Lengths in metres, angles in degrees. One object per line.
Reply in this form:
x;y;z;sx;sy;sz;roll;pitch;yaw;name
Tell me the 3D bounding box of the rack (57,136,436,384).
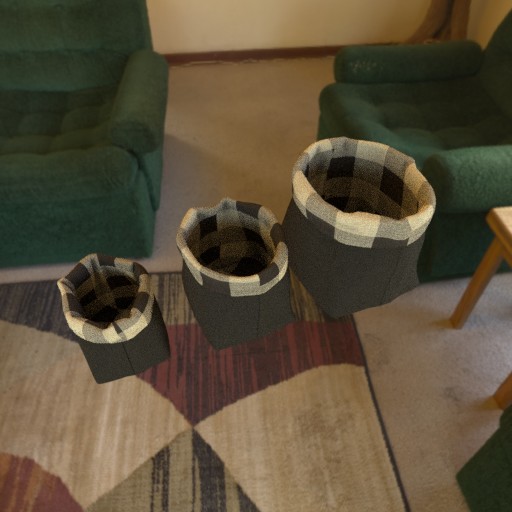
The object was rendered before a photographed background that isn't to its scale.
0.000;0.000;1.073;0.889;0.329;0.370;-18;48;-16;rack
